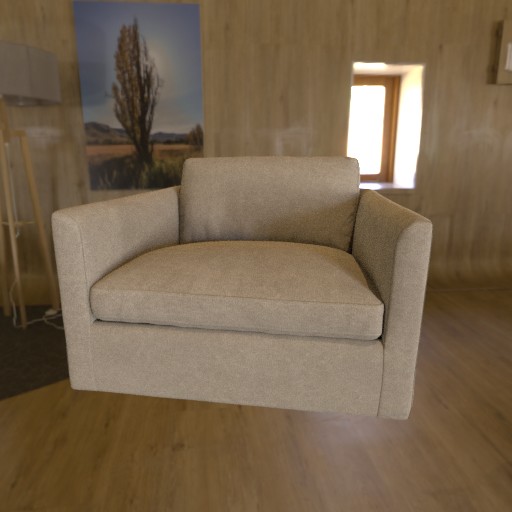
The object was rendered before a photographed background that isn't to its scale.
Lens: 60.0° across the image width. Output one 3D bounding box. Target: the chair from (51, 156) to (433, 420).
[{"bbox_3d":[0.000,0.000,1.894,1.190,0.845,1.091,2,14,9],"label":"chair"}]
